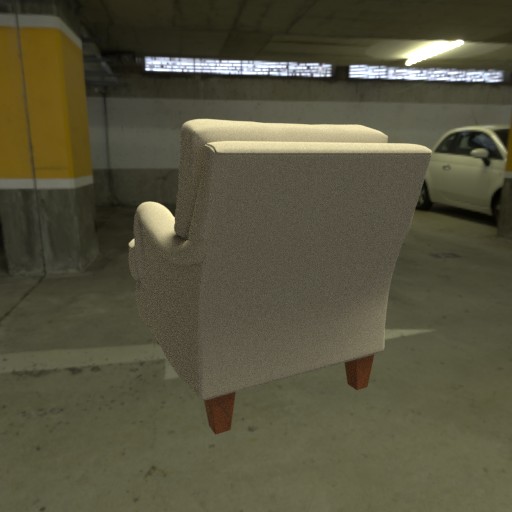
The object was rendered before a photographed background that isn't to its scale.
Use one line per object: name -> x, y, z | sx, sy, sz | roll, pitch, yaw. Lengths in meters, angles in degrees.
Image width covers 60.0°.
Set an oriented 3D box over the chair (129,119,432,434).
chair -> 0.000, 0.000, 1.908 | 0.895, 1.076, 1.078 | -7, 15, -27
